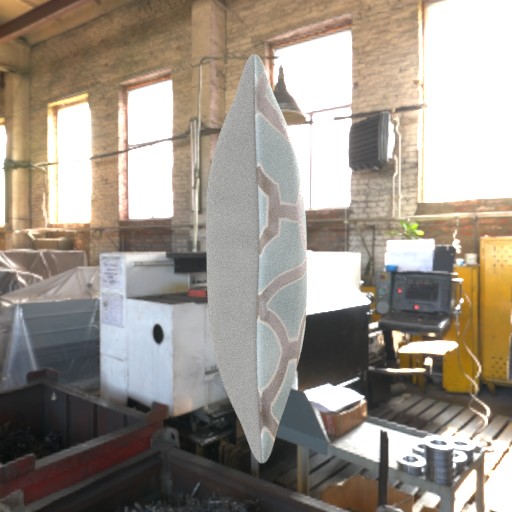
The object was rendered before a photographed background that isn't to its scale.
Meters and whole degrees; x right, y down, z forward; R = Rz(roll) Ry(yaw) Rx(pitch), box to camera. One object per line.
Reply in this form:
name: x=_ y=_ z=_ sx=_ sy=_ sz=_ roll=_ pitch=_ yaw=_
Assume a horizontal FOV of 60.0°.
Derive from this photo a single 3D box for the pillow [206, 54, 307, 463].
pillow: x=0.000 y=0.000 z=0.819 sx=0.166 sy=0.508 sz=0.552 roll=0 pitch=1 yaw=-1
